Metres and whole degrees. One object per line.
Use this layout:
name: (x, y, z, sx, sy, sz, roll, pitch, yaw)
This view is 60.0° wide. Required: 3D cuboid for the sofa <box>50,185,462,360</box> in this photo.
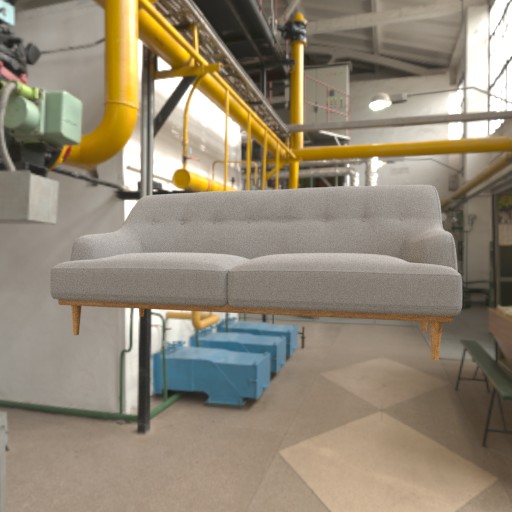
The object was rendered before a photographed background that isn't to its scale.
sofa: (0.000, 0.000, 2.537, 2.057, 0.871, 0.978, 0, 1, 17)
